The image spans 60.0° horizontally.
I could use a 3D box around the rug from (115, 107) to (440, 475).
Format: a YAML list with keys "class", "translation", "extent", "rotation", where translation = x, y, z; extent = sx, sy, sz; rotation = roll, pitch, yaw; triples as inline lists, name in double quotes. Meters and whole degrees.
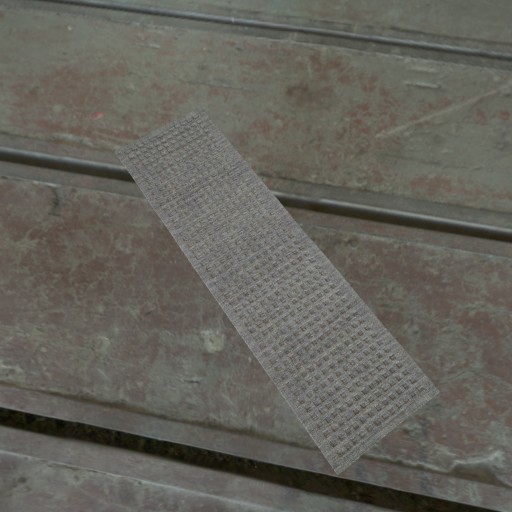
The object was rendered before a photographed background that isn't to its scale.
- class: "rug"
  translation: [0.000, 0.000, 2.718]
  extent: [0.706, 0.009, 2.443]
  rotation: [-32, 69, -14]
